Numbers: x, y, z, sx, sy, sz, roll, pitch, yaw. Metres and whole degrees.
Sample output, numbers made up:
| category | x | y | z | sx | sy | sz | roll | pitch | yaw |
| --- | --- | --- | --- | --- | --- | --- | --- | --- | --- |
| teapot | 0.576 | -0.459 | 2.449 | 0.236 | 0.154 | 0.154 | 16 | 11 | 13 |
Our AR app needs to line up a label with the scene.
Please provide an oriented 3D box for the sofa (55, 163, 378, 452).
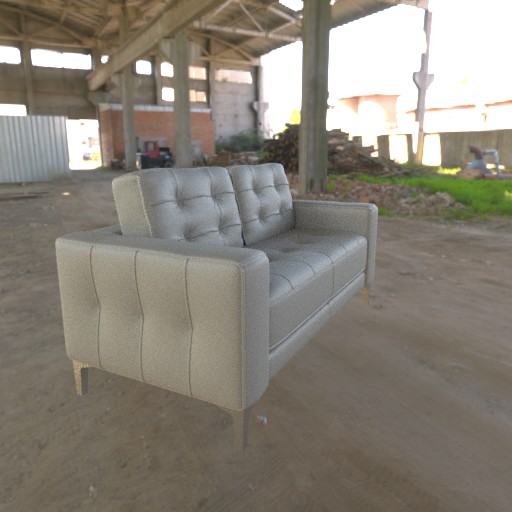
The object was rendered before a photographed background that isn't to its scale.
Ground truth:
| category | x | y | z | sx | sy | sz | roll | pitch | yaw |
| --- | --- | --- | --- | --- | --- | --- | --- | --- | --- |
| sofa | 0.000 | 0.000 | 2.224 | 0.833 | 0.892 | 1.726 | 7 | 15 | 27 |
